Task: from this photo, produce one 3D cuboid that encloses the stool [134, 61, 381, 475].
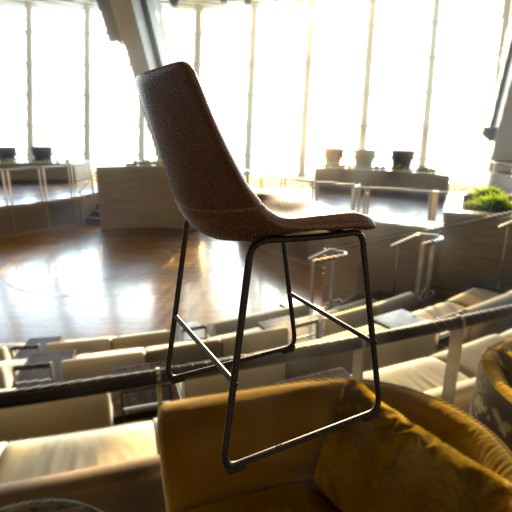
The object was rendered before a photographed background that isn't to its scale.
[{"bbox_3d":[0.000,0.000,1.183,0.550,0.890,0.460,-8,18,-27],"label":"stool"}]
